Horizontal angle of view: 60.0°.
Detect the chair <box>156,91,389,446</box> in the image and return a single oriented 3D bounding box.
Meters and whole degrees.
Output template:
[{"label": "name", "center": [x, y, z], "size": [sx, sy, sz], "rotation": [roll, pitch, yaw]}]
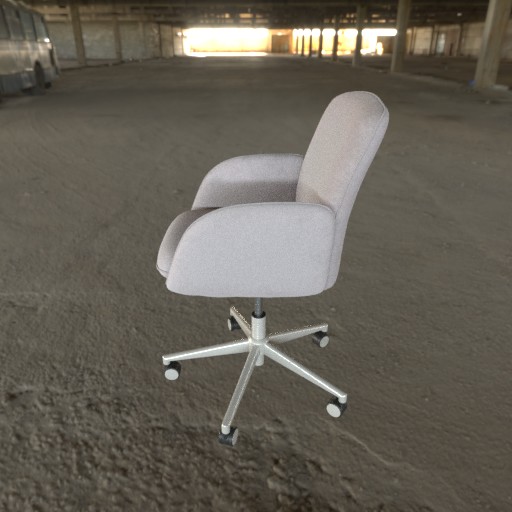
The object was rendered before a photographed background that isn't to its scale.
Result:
[{"label": "chair", "center": [0.000, 0.000, 1.388], "size": [0.654, 0.959, 0.648], "rotation": [0, 26, -1]}]
